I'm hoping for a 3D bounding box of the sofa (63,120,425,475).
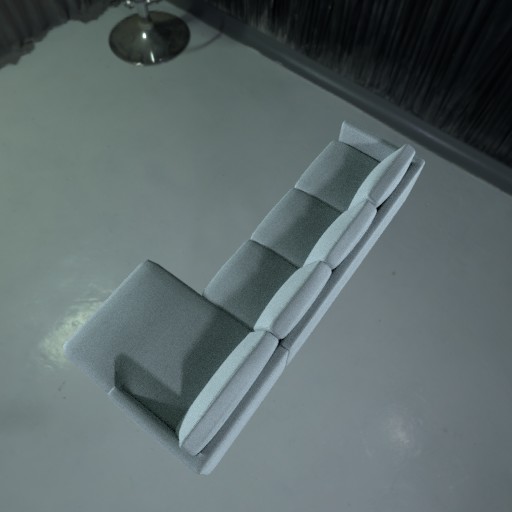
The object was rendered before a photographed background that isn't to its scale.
[{"bbox_3d":[0.000,0.000,4.134,1.604,0.950,3.471,34,68,16],"label":"sofa"}]
